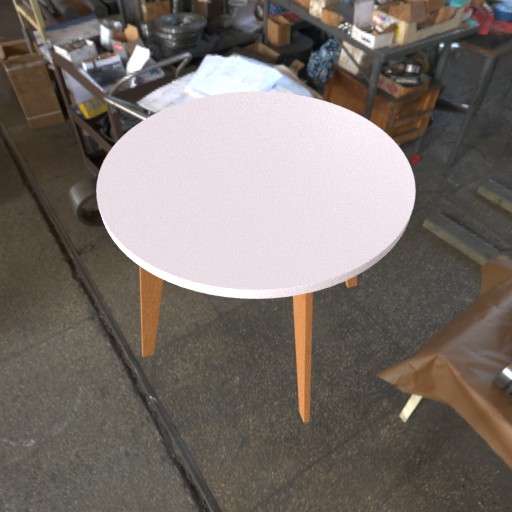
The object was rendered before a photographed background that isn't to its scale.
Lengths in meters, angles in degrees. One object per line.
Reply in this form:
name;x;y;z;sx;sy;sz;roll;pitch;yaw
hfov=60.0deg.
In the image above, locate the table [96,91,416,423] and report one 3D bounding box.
table;0.000;0.000;1.561;0.896;0.762;0.896;0;48;0
